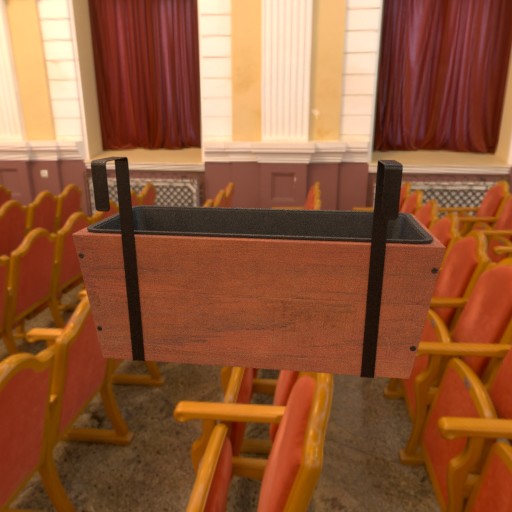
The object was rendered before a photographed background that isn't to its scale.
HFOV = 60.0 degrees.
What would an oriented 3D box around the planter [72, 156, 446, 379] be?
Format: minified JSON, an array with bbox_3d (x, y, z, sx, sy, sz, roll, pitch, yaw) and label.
[{"bbox_3d":[0.000,0.000,0.640,0.480,0.289,0.262,2,17,7],"label":"planter"}]
